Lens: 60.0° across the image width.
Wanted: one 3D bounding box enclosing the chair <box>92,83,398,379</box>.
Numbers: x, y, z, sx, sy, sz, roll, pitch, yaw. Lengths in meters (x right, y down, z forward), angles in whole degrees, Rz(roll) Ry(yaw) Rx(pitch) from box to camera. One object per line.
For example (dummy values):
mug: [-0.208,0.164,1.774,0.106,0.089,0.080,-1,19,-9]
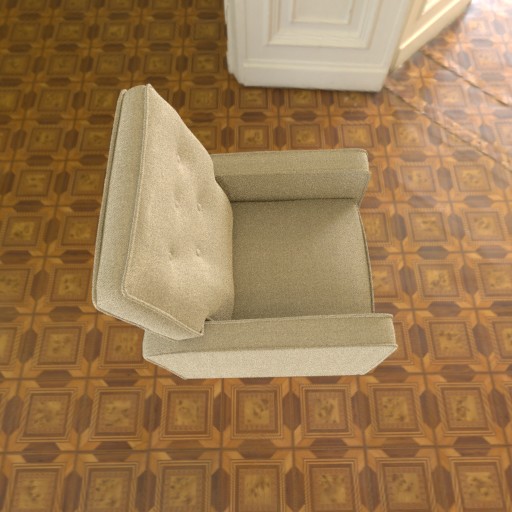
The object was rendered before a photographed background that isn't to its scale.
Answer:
chair: [0.000,0.000,1.379,0.754,0.888,0.648,-1,65,-1]
